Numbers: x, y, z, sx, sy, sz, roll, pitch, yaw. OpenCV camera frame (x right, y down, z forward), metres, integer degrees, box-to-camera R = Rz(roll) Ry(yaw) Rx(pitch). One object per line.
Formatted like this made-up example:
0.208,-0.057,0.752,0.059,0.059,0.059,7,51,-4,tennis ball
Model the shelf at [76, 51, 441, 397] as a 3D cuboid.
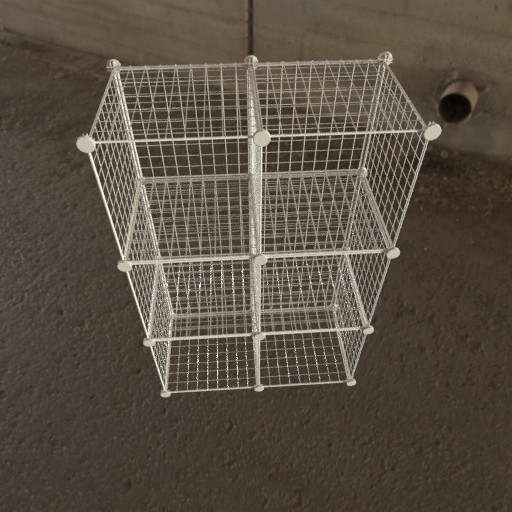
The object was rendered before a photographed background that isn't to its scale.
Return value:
0.000,0.000,1.359,0.711,1.067,0.356,-3,46,-3,shelf
